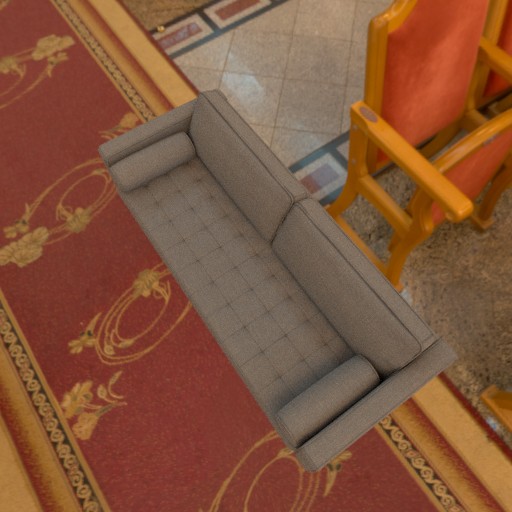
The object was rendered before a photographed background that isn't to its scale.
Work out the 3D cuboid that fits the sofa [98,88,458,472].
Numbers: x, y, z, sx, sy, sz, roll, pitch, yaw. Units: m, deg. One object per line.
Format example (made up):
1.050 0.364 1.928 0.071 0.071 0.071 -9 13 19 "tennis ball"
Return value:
0.000 0.000 2.605 0.914 0.762 2.198 -32 68 -15 "sofa"
